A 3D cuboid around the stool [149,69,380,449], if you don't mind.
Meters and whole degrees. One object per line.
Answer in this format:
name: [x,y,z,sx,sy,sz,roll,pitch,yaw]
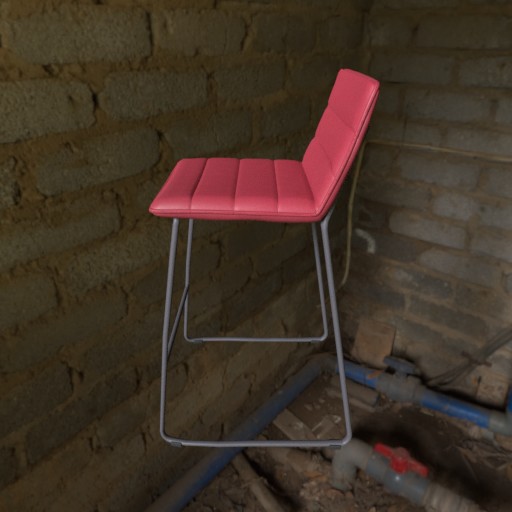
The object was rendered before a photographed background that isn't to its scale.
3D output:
stool: [0.000,0.000,1.220,0.524,0.937,0.489,0,26,0]
